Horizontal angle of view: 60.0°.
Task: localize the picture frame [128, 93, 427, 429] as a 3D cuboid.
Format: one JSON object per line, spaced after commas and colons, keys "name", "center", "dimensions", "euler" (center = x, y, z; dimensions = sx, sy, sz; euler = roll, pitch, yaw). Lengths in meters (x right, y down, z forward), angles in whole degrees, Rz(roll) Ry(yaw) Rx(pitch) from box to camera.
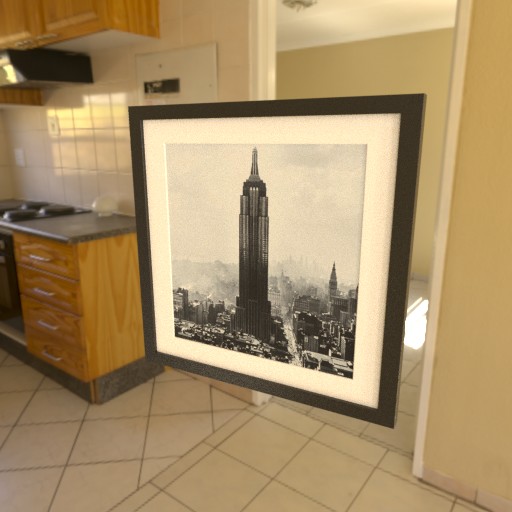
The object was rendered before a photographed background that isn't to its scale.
{"name": "picture frame", "center": [0.000, 0.000, 0.843], "dimensions": [0.559, 0.557, 0.029], "euler": [7, 16, 26]}
